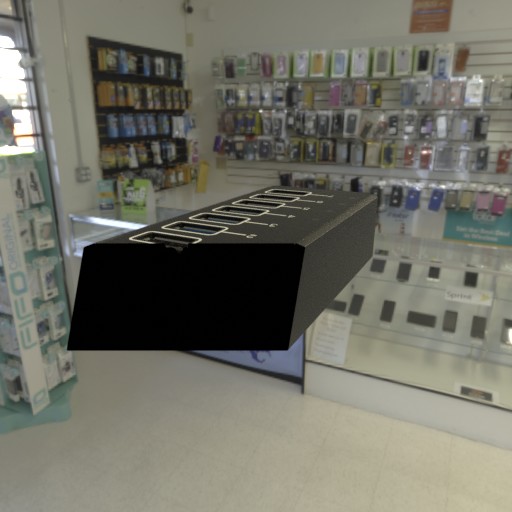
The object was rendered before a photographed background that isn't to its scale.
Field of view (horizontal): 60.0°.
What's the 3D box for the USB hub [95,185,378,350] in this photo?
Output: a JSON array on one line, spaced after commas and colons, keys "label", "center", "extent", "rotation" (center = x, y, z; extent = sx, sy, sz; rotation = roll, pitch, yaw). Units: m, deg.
[{"label": "USB hub", "center": [0.000, 0.000, 0.128], "extent": [0.044, 0.023, 0.110], "rotation": [9, 20, 26]}]
